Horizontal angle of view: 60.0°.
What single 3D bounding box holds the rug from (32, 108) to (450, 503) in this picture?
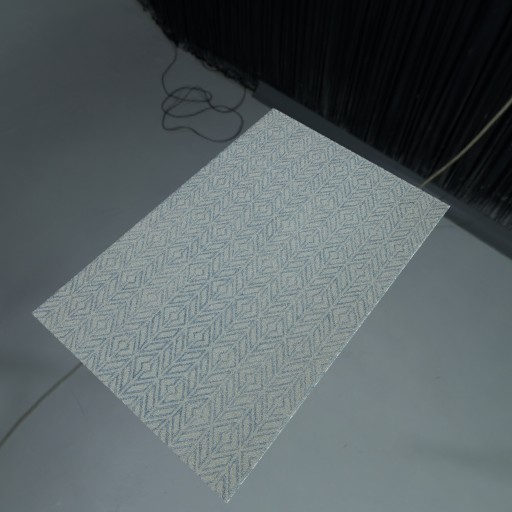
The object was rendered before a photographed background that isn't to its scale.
[{"bbox_3d":[0.000,0.000,2.240,1.220,0.008,1.824,35,65,19],"label":"rug"}]
